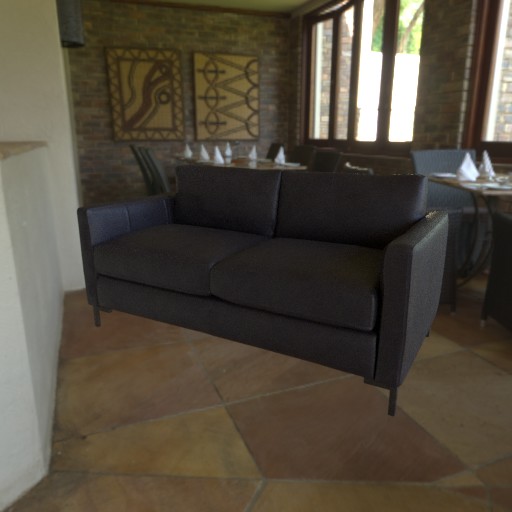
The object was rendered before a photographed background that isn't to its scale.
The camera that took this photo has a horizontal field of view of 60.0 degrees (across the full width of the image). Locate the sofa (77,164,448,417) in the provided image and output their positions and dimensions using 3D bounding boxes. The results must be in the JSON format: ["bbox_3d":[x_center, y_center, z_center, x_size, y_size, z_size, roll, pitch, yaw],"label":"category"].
[{"bbox_3d":[0.000,0.000,2.364,1.805,0.883,0.947,8,17,27],"label":"sofa"}]
